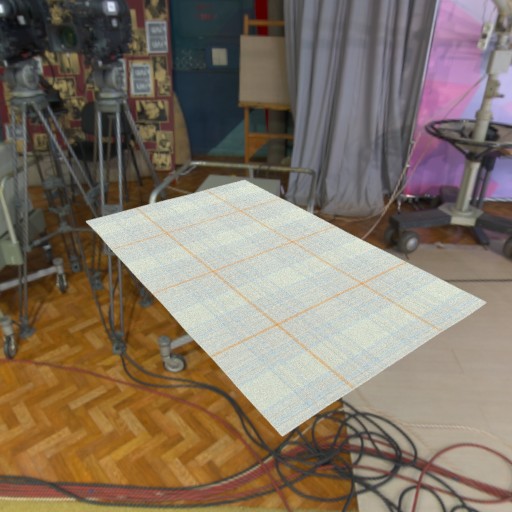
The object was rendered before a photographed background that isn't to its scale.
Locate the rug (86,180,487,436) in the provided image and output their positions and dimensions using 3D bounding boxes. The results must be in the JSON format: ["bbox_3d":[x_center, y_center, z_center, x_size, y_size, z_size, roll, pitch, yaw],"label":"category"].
[{"bbox_3d":[0.000,0.000,3.024,1.527,0.016,2.442,-20,36,-31],"label":"rug"}]
